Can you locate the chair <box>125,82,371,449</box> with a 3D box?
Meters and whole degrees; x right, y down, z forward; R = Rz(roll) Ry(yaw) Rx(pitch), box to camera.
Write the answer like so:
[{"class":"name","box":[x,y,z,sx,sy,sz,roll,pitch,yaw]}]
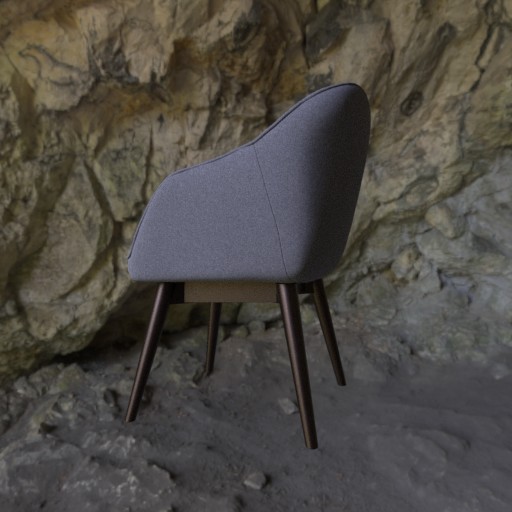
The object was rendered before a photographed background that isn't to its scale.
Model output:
[{"class":"chair","box":[0.000,0.000,1.229,0.611,0.810,0.589,0,1,19]}]
